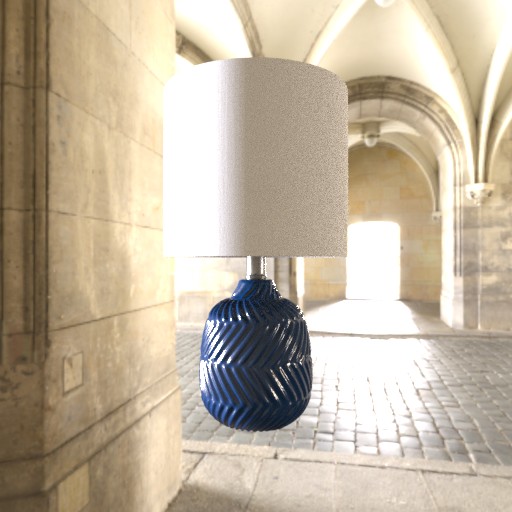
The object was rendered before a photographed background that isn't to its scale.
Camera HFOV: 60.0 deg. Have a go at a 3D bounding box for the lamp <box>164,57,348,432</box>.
[{"bbox_3d":[0.000,0.000,0.499,0.203,0.368,0.203,0,-1,-37],"label":"lamp"}]
